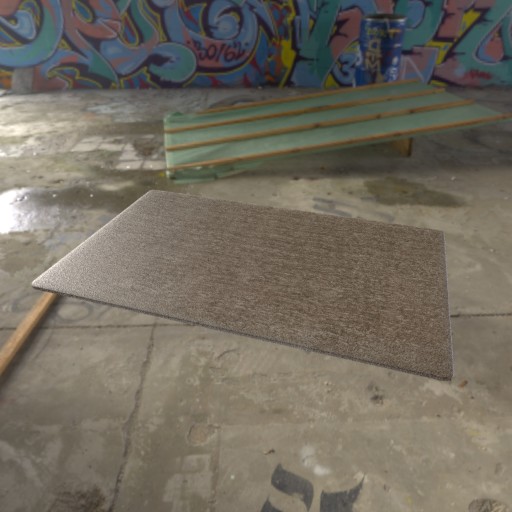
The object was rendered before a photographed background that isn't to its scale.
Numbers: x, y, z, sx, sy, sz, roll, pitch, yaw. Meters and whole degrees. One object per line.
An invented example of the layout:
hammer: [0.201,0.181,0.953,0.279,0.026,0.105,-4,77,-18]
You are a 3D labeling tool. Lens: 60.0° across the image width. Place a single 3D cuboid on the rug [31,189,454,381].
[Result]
rug: [0.000,0.000,3.029,2.469,0.024,1.539,10,34,15]
